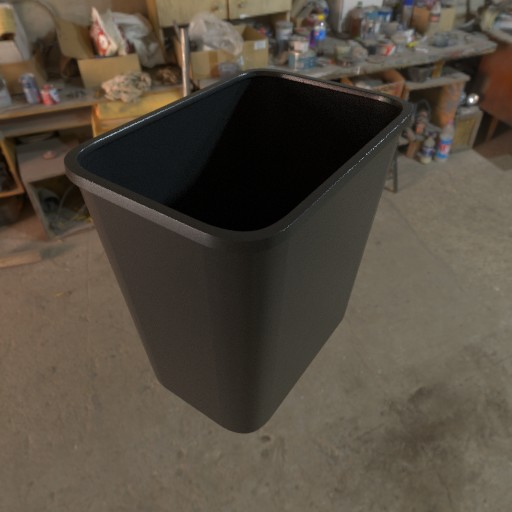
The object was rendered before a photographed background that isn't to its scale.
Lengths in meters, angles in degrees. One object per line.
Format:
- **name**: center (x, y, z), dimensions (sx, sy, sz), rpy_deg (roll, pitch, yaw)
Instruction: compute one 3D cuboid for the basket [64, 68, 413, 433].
- **basket**: center (0.000, 0.000, 0.503), dimensions (0.211, 0.307, 0.300), rpy_deg (24, 46, 26)
